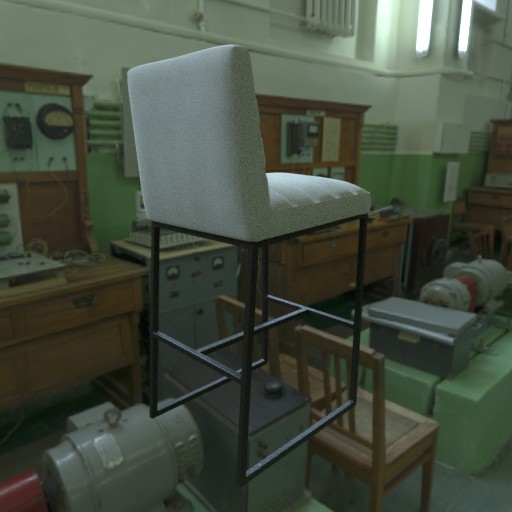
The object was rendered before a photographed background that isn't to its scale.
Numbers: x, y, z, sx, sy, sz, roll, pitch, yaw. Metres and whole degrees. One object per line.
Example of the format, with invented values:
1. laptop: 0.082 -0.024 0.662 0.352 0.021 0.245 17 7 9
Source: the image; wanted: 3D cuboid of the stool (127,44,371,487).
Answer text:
1. stool: 0.000 0.000 1.354 0.573 1.061 0.464 -13 19 -43
